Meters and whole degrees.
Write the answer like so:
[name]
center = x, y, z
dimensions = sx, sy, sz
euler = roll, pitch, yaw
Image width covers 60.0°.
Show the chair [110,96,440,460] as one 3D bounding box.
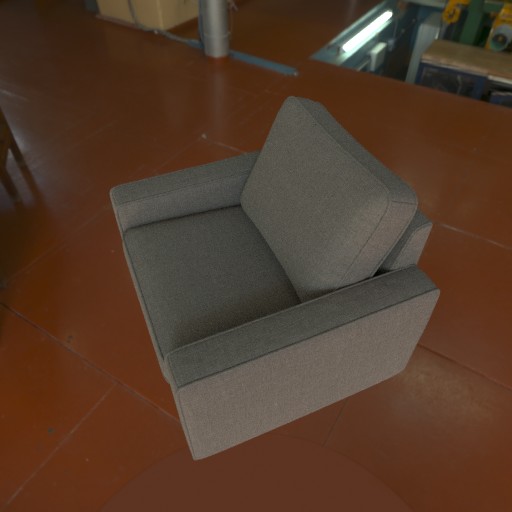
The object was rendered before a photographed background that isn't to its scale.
[chair]
center = 0.000, 0.000, 1.733
dimensions = 0.940, 0.919, 1.017
euler = -17, 49, -16
